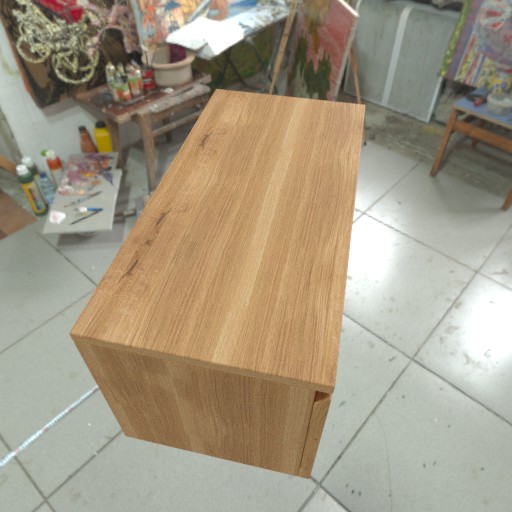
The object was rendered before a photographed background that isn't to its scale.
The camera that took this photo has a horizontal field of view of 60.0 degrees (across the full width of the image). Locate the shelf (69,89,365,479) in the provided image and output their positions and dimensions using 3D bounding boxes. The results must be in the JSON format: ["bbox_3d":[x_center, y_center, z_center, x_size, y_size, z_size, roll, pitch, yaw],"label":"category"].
[{"bbox_3d":[0.000,0.000,1.049,0.400,0.400,0.800,9,48,9],"label":"shelf"}]
